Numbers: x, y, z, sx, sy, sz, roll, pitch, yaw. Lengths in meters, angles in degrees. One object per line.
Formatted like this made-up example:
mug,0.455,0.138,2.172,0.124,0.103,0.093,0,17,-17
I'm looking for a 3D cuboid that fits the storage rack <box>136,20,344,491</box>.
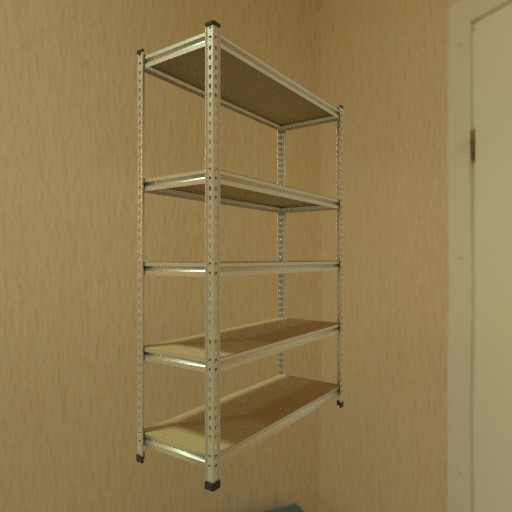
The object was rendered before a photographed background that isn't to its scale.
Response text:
storage rack,0.000,0.000,2.344,0.457,1.829,1.219,0,0,35
